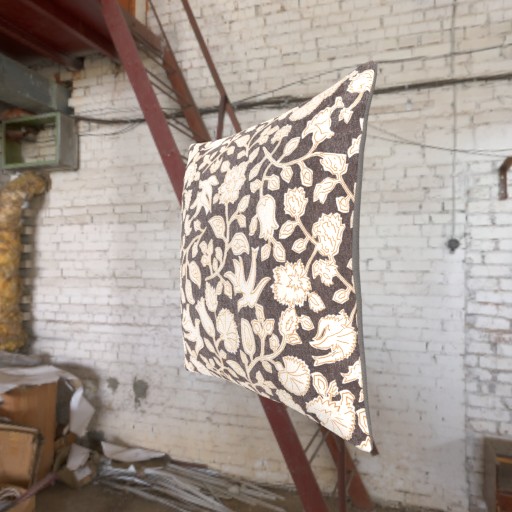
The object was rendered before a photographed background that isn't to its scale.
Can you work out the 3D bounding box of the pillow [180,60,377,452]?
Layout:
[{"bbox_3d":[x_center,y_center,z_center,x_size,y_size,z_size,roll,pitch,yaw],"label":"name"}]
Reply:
[{"bbox_3d":[0.000,0.000,0.785,0.166,0.507,0.526,0,-1,-35],"label":"pillow"}]
